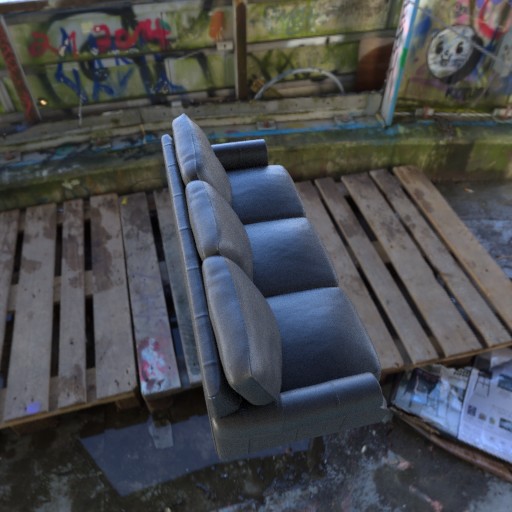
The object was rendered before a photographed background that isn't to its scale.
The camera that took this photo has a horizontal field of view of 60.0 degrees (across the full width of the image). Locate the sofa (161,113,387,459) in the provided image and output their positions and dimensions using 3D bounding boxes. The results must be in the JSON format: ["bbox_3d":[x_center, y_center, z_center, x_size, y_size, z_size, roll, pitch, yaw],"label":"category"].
[{"bbox_3d":[0.000,0.000,2.933,0.974,0.977,2.387,-10,47,-9],"label":"sofa"}]
